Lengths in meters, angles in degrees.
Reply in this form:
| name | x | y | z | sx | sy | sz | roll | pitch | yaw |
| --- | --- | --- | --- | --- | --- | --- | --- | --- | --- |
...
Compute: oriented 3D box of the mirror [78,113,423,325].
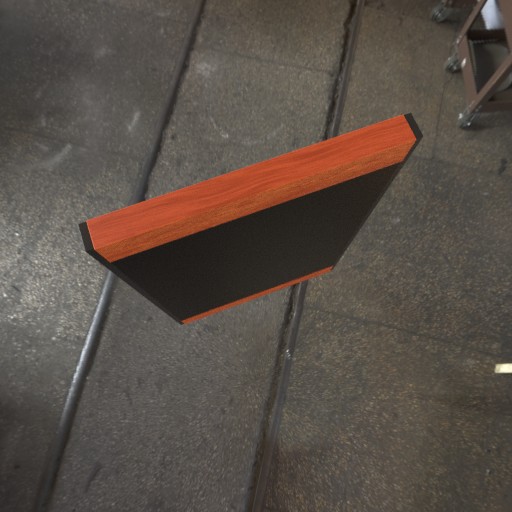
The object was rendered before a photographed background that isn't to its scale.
| name | x | y | z | sx | sy | sz | roll | pitch | yaw |
| --- | --- | --- | --- | --- | --- | --- | --- | --- | --- |
| mirror | 0.000 | 0.000 | 1.045 | 0.525 | 0.823 | 0.047 | -20 | 75 | -5 |
